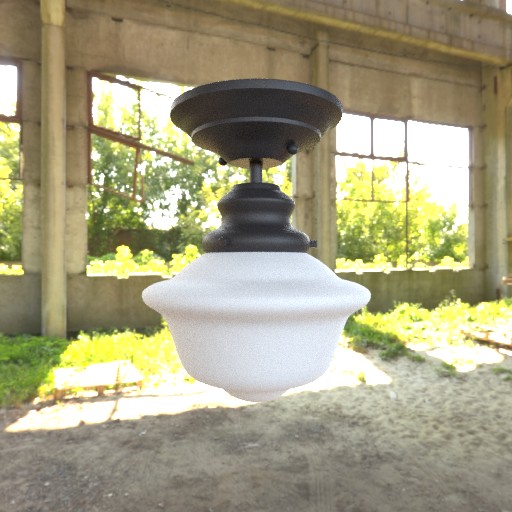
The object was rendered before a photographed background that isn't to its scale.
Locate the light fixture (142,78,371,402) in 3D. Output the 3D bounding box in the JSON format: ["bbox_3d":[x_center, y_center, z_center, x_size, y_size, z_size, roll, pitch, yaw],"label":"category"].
[{"bbox_3d":[0.000,0.000,0.393,0.197,0.254,0.197,0,-1,0],"label":"light fixture"}]
